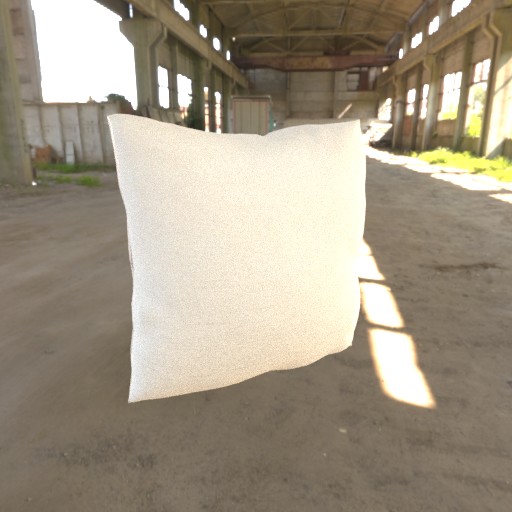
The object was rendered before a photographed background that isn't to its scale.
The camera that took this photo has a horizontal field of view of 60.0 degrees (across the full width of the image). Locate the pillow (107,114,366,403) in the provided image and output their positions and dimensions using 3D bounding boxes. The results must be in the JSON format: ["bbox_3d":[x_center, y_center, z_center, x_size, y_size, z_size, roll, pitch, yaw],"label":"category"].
[{"bbox_3d":[0.000,0.000,0.742,0.450,0.448,0.245,-8,18,-26],"label":"pillow"}]
